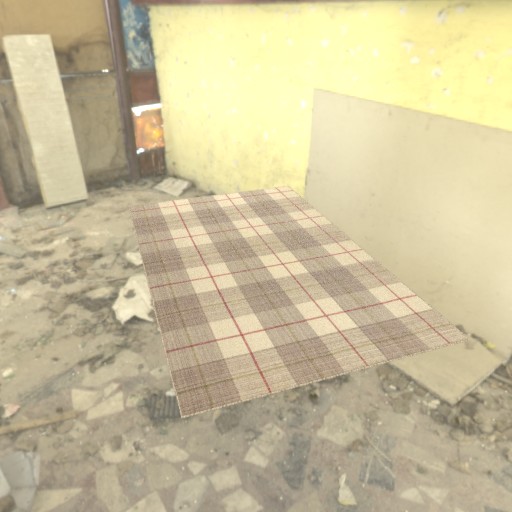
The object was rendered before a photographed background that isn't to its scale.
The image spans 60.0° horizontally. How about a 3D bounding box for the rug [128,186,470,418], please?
[{"bbox_3d":[0.000,0.000,3.121,1.549,0.010,2.464,-10,30,-17],"label":"rug"}]
